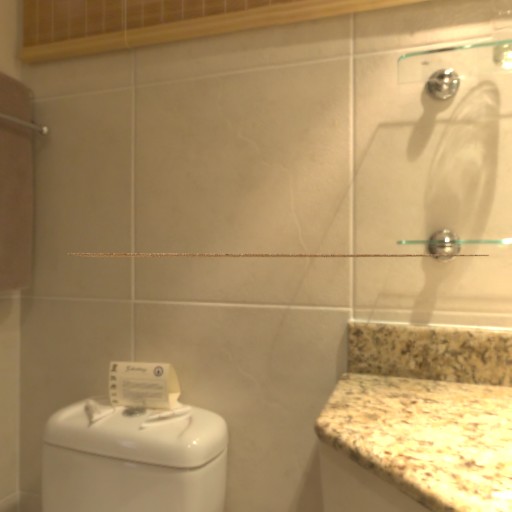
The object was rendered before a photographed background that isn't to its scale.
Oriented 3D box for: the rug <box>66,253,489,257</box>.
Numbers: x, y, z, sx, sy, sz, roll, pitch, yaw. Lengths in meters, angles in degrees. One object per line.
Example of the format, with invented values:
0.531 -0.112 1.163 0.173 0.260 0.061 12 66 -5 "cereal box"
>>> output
0.000 0.000 3.936 2.939 0.009 2.313 0 0 -18 "rug"
